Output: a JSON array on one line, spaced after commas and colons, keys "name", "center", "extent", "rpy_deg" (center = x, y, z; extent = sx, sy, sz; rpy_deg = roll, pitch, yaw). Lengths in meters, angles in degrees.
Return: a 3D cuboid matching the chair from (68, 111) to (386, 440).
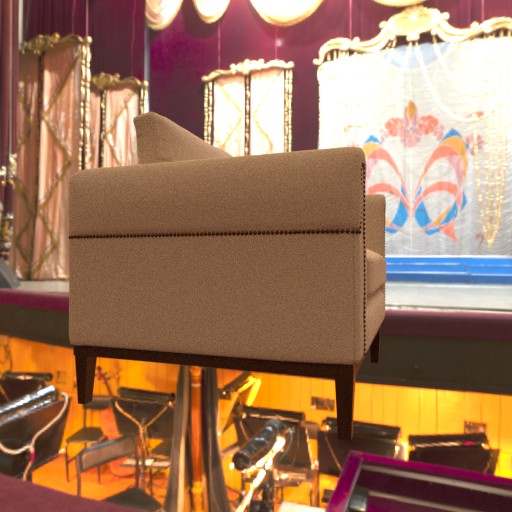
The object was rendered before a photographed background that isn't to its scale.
[{"name": "chair", "center": [0.000, 0.000, 1.646], "extent": [0.896, 0.915, 0.982], "rpy_deg": [0, -1, 20]}]
